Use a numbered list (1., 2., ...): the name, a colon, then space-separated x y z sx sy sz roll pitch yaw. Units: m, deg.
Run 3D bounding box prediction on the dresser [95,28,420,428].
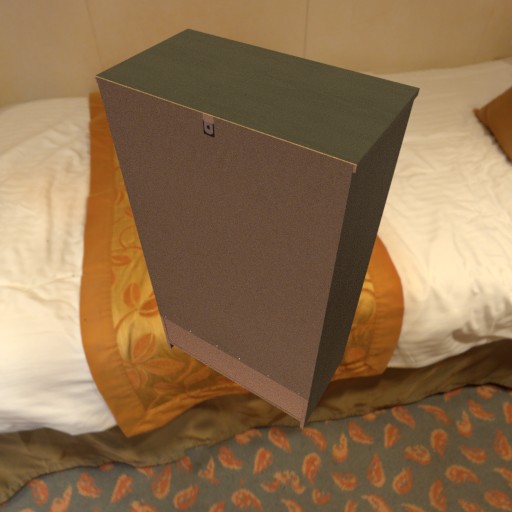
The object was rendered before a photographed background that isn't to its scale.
1. dresser: 0.000 0.000 1.541 0.704 1.255 0.399 25 52 22
